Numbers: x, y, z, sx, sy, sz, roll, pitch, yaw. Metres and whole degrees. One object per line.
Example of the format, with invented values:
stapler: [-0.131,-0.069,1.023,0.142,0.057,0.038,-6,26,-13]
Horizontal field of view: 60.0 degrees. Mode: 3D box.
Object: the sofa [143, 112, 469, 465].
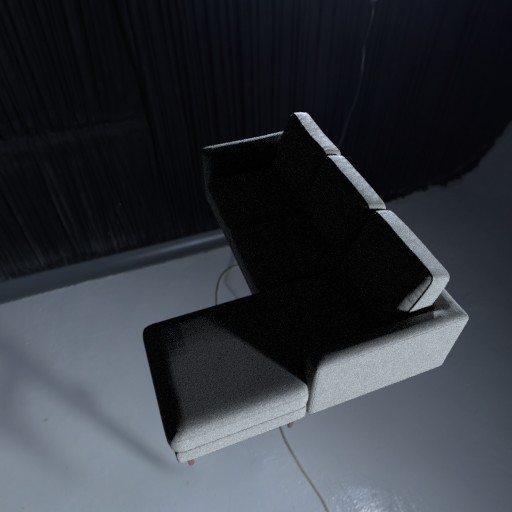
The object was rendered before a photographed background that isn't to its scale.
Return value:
sofa: [0.000,0.000,2.963,1.667,0.957,2.055,-15,49,-14]
